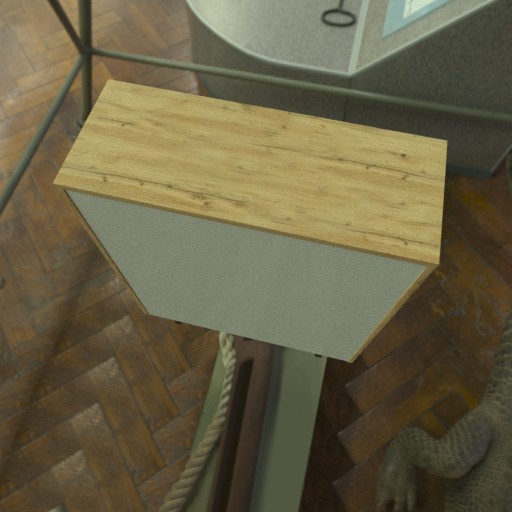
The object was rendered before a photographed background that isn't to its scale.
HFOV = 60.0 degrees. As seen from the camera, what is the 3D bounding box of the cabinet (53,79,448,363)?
[{"bbox_3d":[0.000,0.000,2.026,1.168,1.397,0.473,12,65,6],"label":"cabinet"}]
